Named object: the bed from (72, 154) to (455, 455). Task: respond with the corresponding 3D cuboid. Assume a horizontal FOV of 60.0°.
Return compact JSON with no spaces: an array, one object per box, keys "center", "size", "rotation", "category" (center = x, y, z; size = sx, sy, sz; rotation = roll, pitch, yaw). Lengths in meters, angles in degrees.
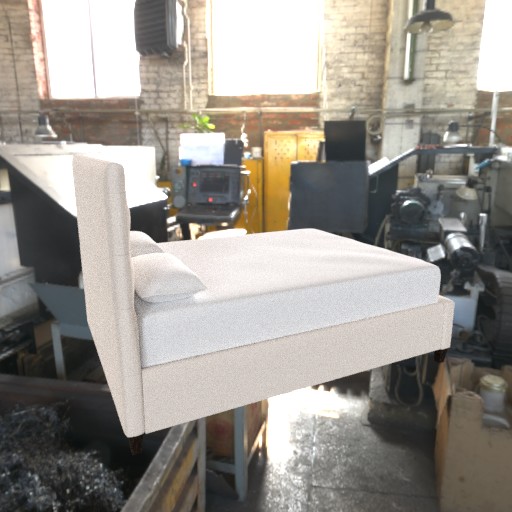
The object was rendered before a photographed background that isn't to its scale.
[{"center":[0.000,0.000,3.203],"size":[2.233,1.426,1.696],"rotation":[-7,16,-26],"category":"bed"}]
